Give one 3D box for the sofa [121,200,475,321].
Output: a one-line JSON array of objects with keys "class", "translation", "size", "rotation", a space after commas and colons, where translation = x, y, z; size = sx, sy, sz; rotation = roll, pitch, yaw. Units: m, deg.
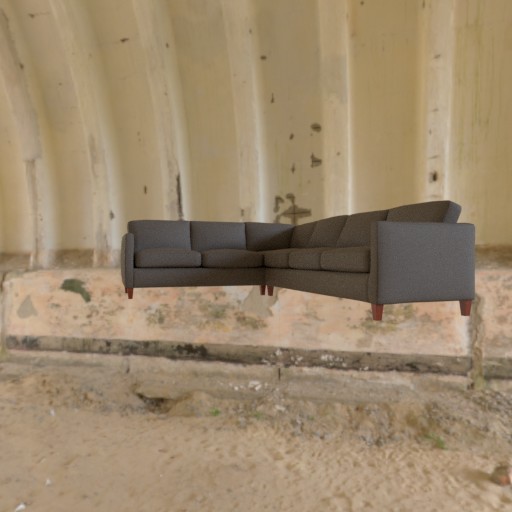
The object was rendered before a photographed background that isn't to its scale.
[{"class": "sofa", "translation": [0.000, 0.000, 4.575], "size": [2.593, 0.947, 3.302], "rotation": [0, 0, -19]}]
